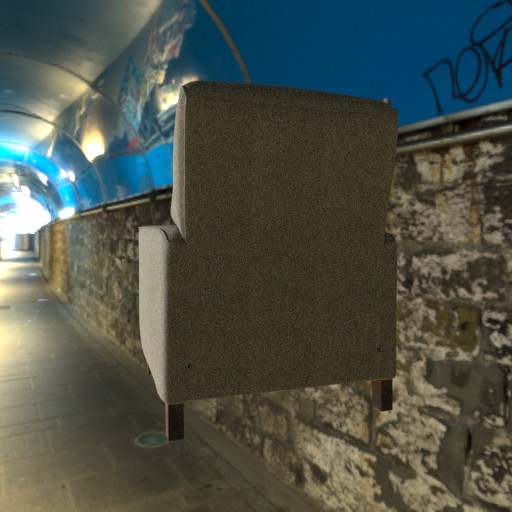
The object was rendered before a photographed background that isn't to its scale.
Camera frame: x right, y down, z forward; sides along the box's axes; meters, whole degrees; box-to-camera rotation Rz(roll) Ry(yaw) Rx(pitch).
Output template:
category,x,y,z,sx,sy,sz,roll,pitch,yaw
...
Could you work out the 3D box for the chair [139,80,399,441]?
category,x,y,z,sx,sy,sz,roll,pitch,yaw
chair,0.000,0.000,1.682,0.841,1.028,0.858,-1,2,-18
